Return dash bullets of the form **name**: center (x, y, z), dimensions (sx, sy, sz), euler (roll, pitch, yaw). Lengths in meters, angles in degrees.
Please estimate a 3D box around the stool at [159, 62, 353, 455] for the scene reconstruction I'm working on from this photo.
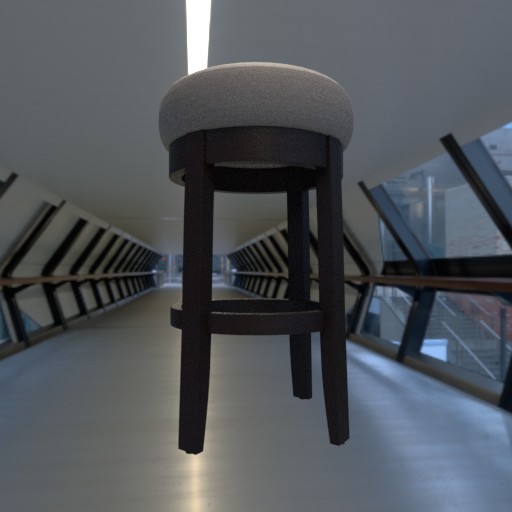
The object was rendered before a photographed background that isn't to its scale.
- **stool**: center (0.000, 0.000, 1.025), dimensions (0.443, 0.757, 0.443), euler (0, -1, 0)
